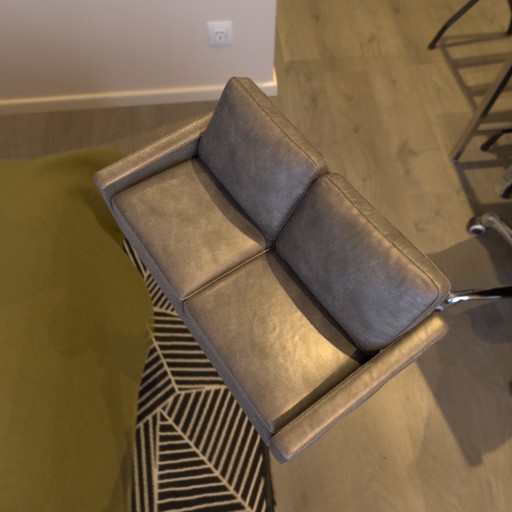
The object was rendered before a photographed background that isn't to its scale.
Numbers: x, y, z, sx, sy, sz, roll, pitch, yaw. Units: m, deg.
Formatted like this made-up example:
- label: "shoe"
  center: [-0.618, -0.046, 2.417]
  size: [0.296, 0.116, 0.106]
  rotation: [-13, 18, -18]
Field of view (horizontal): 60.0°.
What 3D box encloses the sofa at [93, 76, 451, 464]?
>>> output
- label: "sofa"
  center: [0.000, 0.000, 2.270]
  size: [0.939, 0.916, 1.732]
  rotation: [-33, 68, -15]
